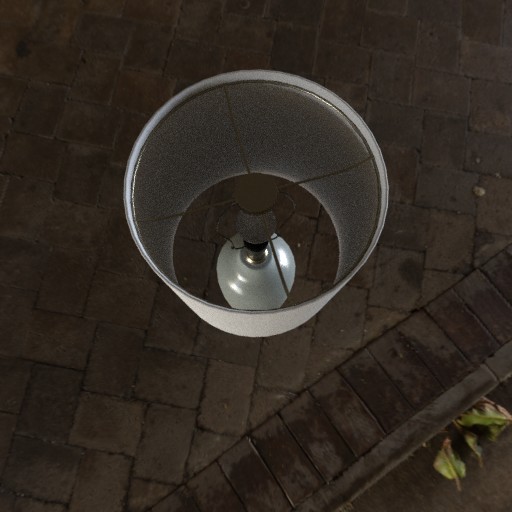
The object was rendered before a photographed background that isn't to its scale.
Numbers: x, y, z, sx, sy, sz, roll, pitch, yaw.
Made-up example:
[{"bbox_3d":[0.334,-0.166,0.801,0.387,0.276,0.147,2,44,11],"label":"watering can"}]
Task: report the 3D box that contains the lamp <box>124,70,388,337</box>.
[{"bbox_3d":[0.000,0.000,0.599,0.220,0.475,0.220,-2,75,-1],"label":"lamp"}]
